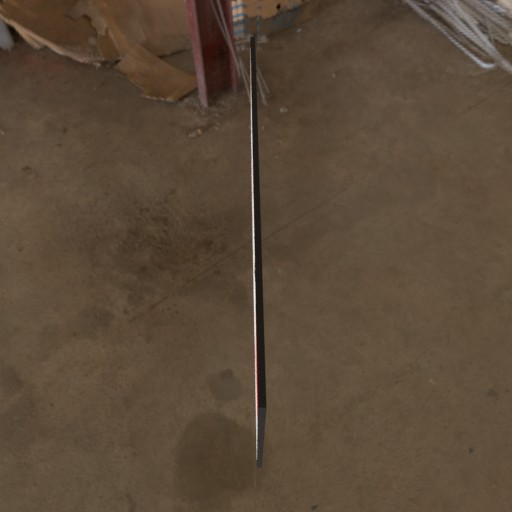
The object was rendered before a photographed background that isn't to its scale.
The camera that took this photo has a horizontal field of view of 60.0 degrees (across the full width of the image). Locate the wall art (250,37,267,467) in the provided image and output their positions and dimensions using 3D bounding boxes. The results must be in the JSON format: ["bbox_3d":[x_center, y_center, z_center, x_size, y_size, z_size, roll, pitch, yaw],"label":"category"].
[{"bbox_3d":[0.000,0.000,1.204,0.013,0.665,0.963,-1,57,-1],"label":"wall art"}]
